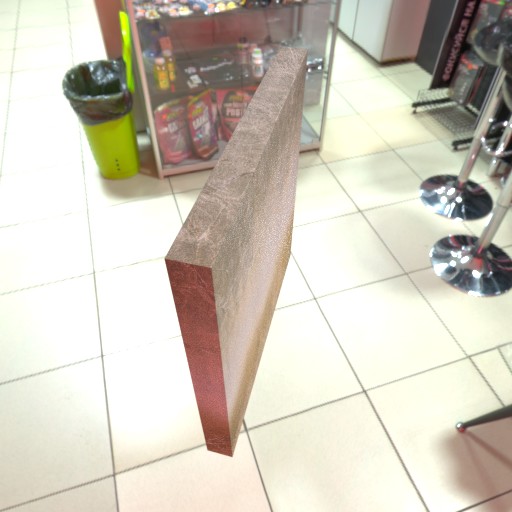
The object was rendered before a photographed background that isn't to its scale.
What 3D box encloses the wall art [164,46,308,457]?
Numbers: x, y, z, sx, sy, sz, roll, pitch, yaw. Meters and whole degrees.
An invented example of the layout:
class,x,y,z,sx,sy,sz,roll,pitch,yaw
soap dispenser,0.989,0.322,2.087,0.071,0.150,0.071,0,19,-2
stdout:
class,x,y,z,sx,sy,sz,roll,pitch,yaw
wall art,0.000,0.000,0.616,0.038,0.407,0.405,11,48,10
